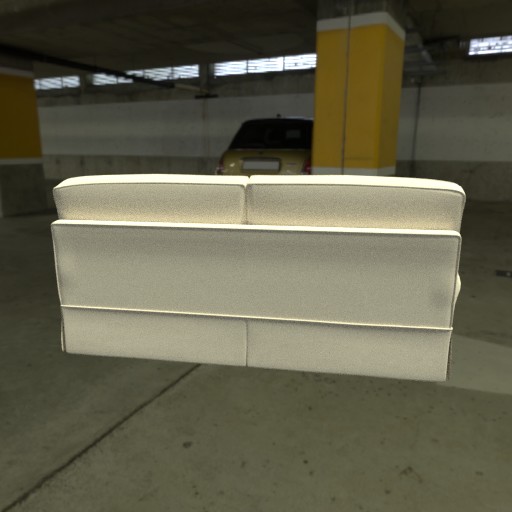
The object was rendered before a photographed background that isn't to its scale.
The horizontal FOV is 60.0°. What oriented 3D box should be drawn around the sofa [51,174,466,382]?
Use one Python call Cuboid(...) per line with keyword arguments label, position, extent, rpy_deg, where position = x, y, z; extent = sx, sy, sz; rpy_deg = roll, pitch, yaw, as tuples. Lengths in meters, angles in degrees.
Cuboid(label="sofa", position=(0.000, 0.000, 2.492), extent=(2.021, 0.937, 0.862), rpy_deg=(2, 14, 9))
